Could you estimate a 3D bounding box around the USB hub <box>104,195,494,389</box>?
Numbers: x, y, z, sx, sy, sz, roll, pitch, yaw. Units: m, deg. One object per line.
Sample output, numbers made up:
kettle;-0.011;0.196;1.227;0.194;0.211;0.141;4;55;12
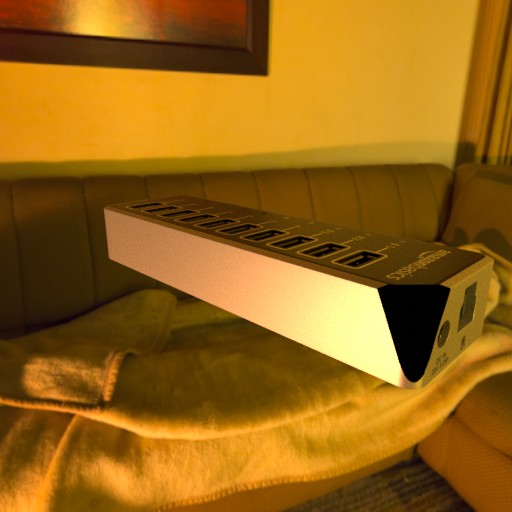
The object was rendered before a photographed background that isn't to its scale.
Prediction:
USB hub;0.000;0.000;0.159;0.145;0.023;0.044;17;24;42
